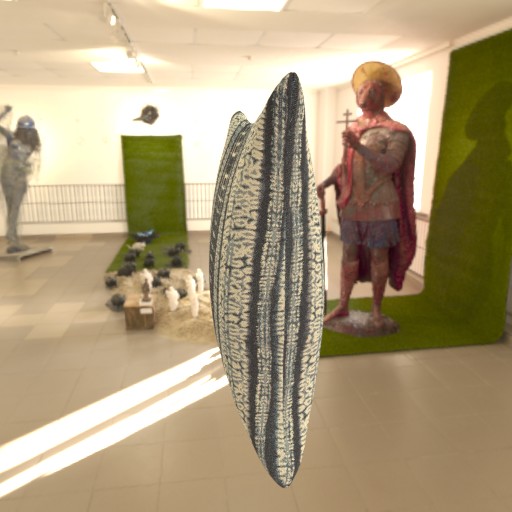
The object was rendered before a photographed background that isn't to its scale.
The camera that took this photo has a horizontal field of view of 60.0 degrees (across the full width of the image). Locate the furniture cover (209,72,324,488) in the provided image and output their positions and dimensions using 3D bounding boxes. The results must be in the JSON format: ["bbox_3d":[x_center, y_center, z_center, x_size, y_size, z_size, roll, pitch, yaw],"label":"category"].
[{"bbox_3d":[0.000,0.000,0.642,0.133,0.435,0.425,-2,14,-9],"label":"furniture cover"}]
